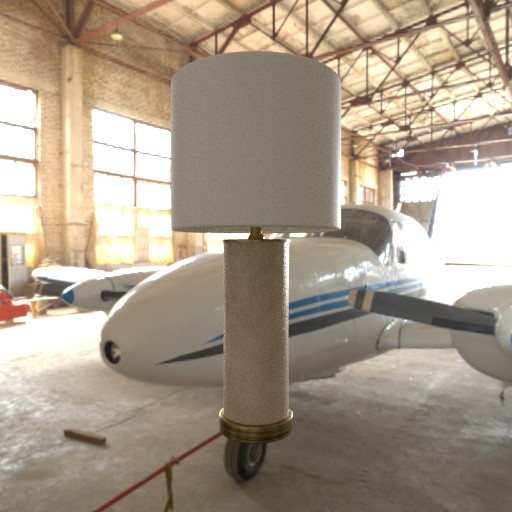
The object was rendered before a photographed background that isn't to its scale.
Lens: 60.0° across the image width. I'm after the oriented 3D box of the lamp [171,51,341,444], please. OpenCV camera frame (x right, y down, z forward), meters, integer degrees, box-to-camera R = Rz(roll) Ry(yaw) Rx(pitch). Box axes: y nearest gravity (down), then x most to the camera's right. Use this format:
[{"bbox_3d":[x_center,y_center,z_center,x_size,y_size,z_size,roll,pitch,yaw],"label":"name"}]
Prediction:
[{"bbox_3d":[0.000,0.000,0.813,0.305,0.634,0.305,0,1,-18],"label":"lamp"}]
